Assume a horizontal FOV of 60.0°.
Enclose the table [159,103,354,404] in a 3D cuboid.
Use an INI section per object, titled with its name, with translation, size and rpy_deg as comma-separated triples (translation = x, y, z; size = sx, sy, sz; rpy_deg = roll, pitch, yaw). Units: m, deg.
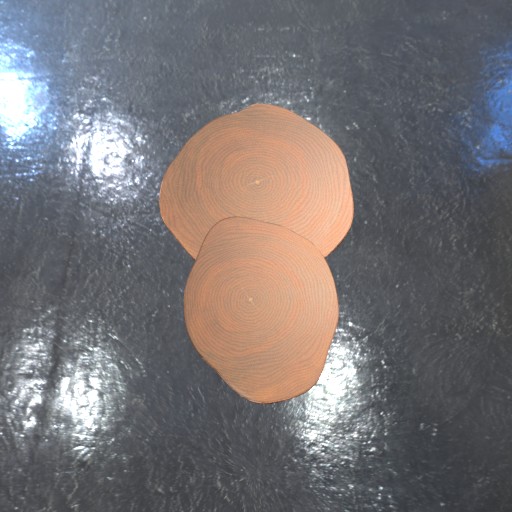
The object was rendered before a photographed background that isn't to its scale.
[table]
translation = 0.000, 0.000, 1.075
size = 0.442, 0.538, 0.759
rpy_deg = 0, 64, 0
